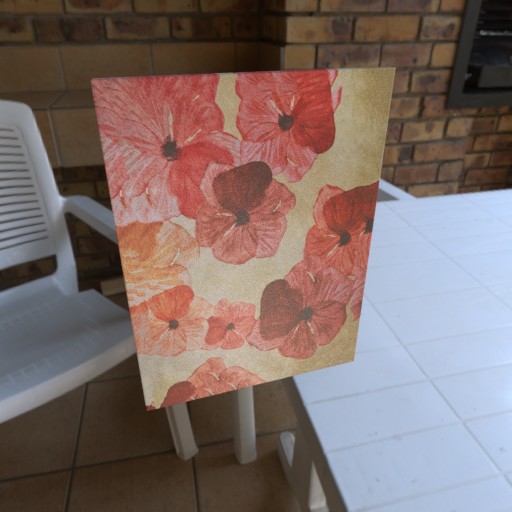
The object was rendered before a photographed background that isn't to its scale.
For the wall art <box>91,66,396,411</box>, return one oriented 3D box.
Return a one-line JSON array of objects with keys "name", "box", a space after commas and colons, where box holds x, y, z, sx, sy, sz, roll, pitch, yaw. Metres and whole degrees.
[{"name": "wall art", "box": [0.000, 0.000, 1.318, 0.762, 1.015, 0.031, -9, 30, -16]}]
